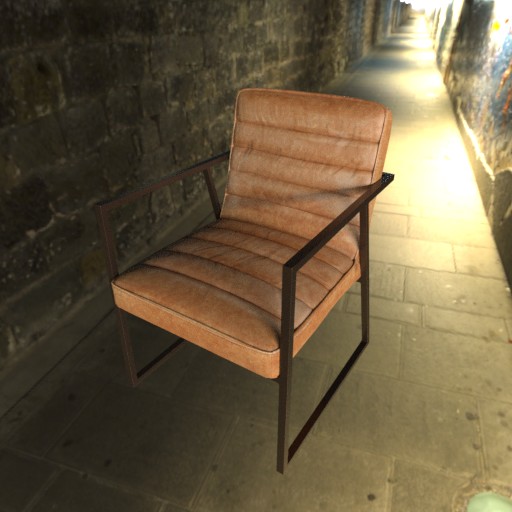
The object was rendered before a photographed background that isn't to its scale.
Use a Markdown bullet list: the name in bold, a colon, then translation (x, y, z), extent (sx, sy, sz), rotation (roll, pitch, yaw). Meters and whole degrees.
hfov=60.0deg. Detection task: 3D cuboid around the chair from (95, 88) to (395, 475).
- **chair**: translation (0.000, 0.000, 1.292), extent (0.571, 0.832, 0.677), rotation (18, 34, 29)
